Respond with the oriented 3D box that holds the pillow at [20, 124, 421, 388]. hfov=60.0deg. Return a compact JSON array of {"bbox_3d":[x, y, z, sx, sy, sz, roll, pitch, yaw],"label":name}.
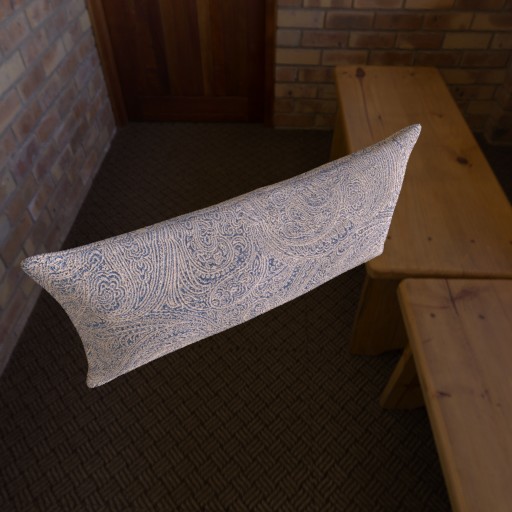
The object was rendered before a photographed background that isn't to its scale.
[{"bbox_3d":[0.000,0.000,0.711,0.615,0.295,0.151,-22,50,-20],"label":"pillow"}]
